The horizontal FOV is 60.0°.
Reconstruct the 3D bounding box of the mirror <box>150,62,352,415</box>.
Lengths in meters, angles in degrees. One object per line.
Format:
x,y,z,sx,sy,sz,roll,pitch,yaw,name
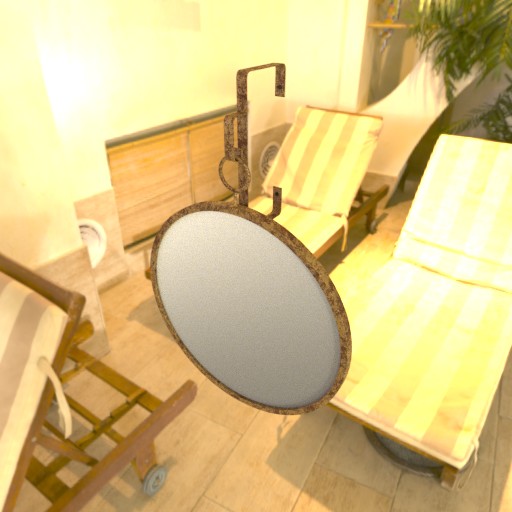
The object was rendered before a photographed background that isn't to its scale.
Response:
0.000,0.000,0.825,0.447,0.651,0.144,19,35,29,mirror
